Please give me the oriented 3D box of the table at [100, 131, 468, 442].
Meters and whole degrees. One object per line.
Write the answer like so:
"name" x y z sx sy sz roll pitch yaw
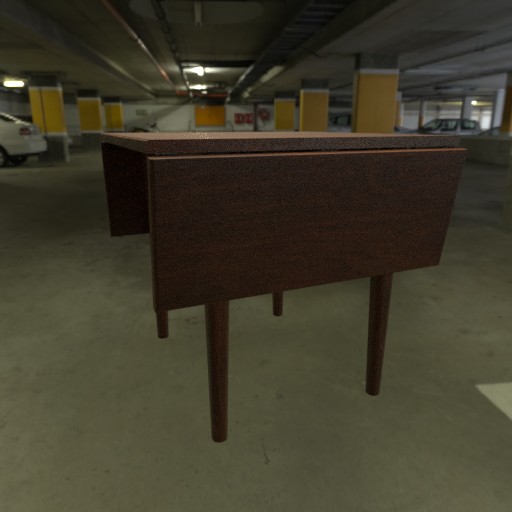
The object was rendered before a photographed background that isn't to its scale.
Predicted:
"table" 0.000 0.000 1.439 0.812 0.763 0.843 -7 18 -23
